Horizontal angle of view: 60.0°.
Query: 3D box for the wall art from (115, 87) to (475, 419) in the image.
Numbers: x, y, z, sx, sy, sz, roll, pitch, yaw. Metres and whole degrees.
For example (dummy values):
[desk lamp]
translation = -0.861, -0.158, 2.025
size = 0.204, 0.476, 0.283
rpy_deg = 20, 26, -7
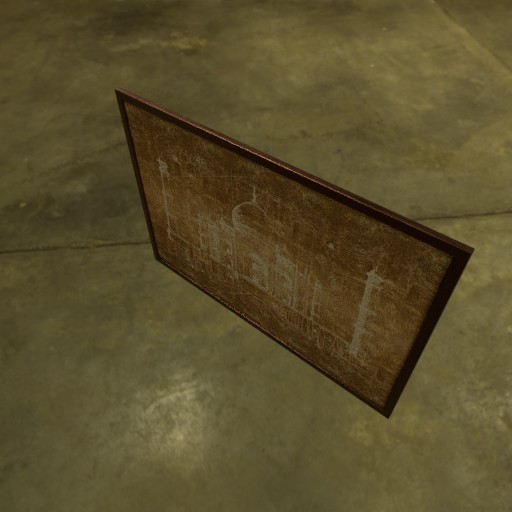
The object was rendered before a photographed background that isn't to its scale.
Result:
[wall art]
translation = 0.000, 0.000, 1.024
size = 0.816, 0.559, 0.014
rpy_deg = 31, 53, 26
